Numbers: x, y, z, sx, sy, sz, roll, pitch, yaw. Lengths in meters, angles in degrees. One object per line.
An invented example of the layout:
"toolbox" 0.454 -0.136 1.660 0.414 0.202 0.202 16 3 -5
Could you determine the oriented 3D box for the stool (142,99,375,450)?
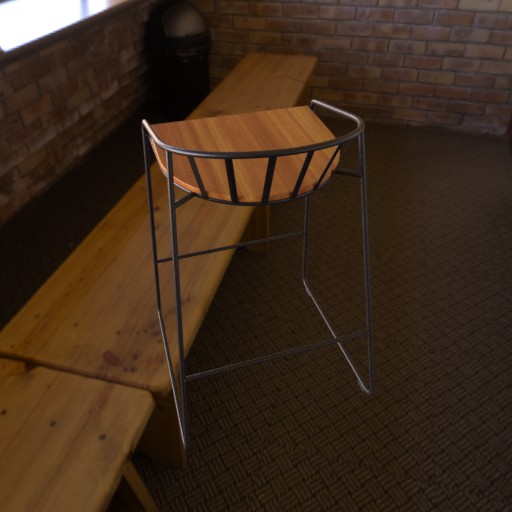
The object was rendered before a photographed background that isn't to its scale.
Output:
"stool" 0.000 0.000 1.142 0.546 0.812 0.521 -11 41 -13
